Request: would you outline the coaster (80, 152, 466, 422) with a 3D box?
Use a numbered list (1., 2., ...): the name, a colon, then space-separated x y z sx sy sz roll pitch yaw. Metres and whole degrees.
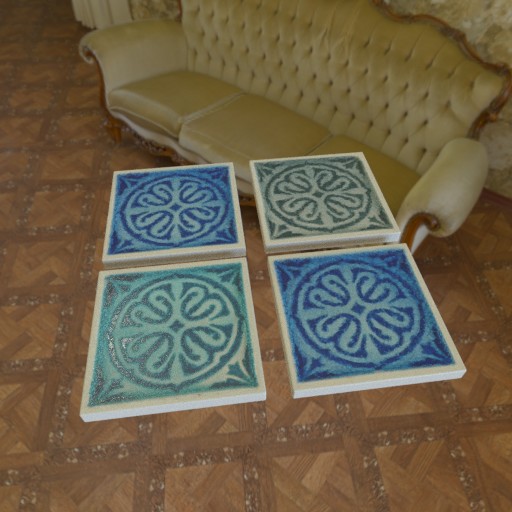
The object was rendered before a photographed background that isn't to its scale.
1. coaster: 0.000 0.000 0.321 0.219 0.010 0.214 -5 49 -5
